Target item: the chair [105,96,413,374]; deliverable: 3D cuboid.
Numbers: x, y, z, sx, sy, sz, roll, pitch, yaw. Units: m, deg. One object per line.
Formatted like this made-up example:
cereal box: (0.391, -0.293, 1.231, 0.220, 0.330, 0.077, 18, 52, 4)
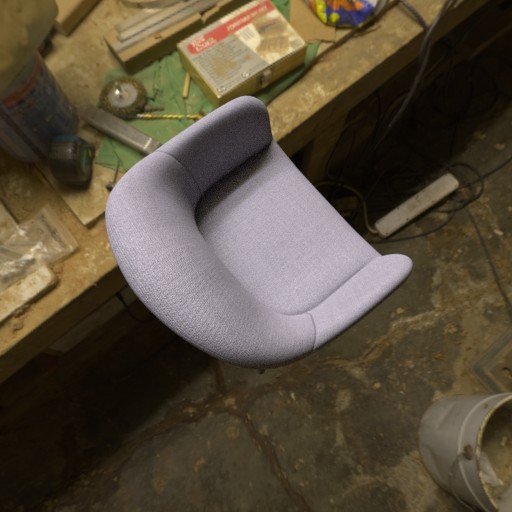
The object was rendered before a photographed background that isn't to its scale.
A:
chair: (0.000, 0.000, 1.185, 0.550, 0.795, 0.590, -38, 78, -10)
